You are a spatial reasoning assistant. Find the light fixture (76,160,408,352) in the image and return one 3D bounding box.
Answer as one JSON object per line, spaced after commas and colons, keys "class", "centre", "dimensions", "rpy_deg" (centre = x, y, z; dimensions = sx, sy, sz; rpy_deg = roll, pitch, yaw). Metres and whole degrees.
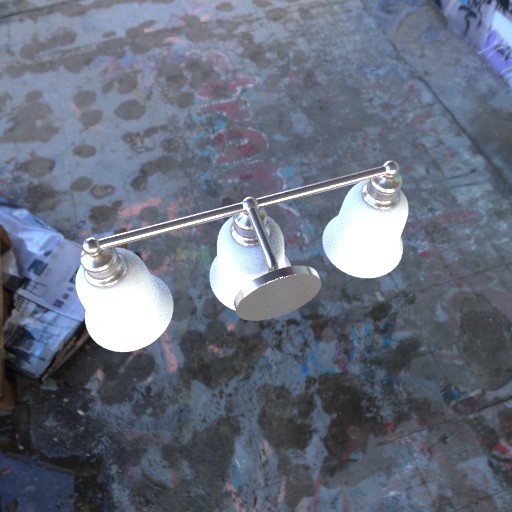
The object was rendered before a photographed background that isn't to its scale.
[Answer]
{"class": "light fixture", "centre": [0.000, 0.000, 0.669], "dimensions": [0.570, 0.211, 0.198], "rpy_deg": [-16, 60, -9]}
